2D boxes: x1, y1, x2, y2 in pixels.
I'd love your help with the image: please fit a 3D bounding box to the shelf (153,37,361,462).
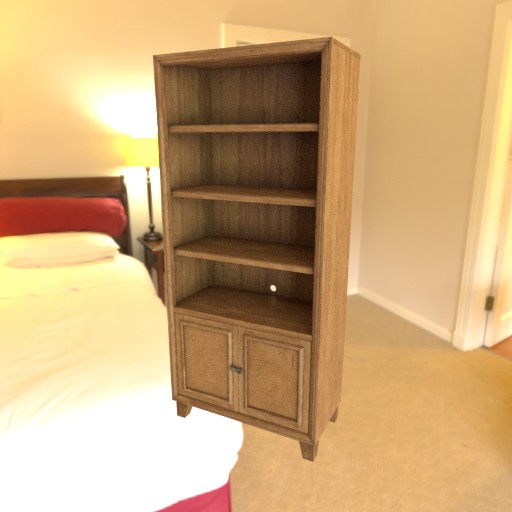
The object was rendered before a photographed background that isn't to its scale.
[{"bbox_3d":[0.000,0.000,2.305,0.864,1.930,0.453,8,17,26],"label":"shelf"}]
